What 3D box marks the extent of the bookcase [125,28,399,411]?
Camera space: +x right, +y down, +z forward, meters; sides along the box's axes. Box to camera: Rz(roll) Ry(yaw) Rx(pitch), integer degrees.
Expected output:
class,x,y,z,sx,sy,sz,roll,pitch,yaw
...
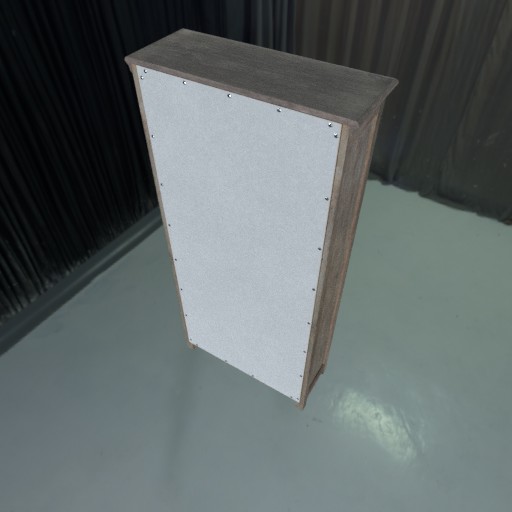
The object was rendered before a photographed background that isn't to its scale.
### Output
class,x,y,z,sx,sy,sz,roll,pitch,yaw
bookcase,0.000,0.000,2.204,0.906,1.880,0.348,24,50,21
